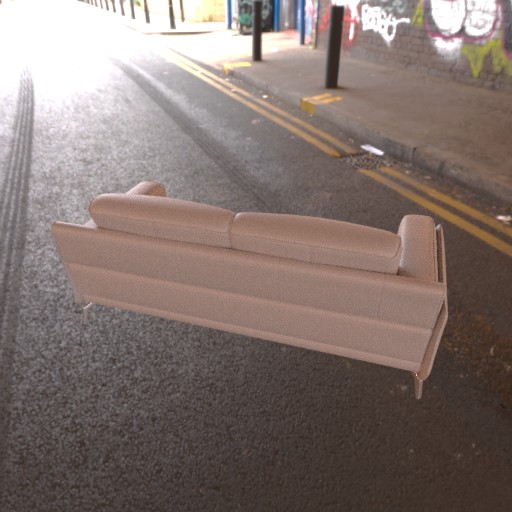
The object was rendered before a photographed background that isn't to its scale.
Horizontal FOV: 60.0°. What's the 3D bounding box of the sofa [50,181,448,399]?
[{"bbox_3d":[0.000,0.000,2.636,2.101,0.930,1.049,9,33,15],"label":"sofa"}]
